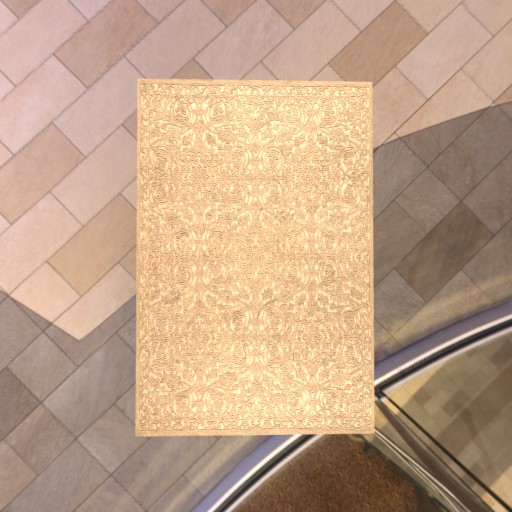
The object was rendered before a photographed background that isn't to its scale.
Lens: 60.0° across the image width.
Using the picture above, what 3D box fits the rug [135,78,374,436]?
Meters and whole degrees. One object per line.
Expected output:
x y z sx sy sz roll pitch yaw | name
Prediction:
0.000 0.000 2.284 1.221 0.006 1.827 0 89 -2 | rug
